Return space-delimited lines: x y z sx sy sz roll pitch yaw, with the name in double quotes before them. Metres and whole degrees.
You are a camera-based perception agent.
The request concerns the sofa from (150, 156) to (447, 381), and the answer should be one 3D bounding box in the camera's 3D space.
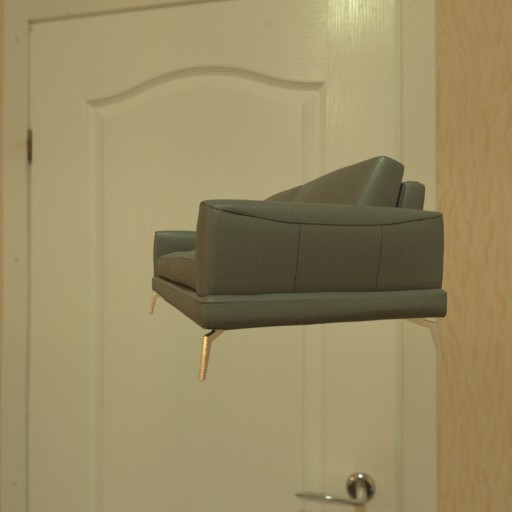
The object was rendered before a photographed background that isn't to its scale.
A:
"sofa" 0.000 0.000 2.732 1.121 0.930 2.177 0 0 -18
